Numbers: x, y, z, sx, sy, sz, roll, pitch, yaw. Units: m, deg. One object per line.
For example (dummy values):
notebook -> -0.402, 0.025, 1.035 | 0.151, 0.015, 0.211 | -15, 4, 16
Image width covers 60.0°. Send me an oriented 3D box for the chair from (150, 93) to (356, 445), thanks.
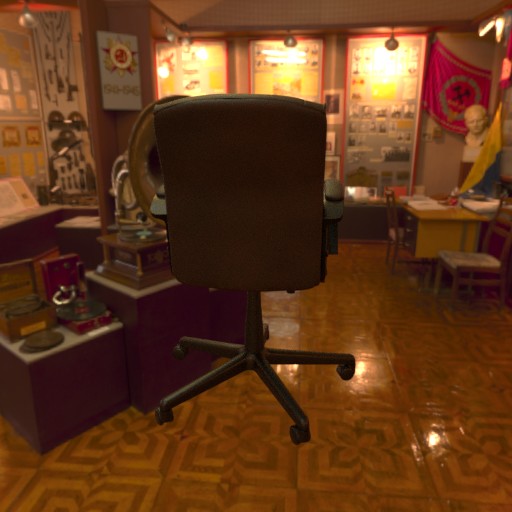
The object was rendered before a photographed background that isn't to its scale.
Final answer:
chair -> 0.000, 0.000, 1.518 | 0.739, 1.004, 0.717 | 2, 16, 8
